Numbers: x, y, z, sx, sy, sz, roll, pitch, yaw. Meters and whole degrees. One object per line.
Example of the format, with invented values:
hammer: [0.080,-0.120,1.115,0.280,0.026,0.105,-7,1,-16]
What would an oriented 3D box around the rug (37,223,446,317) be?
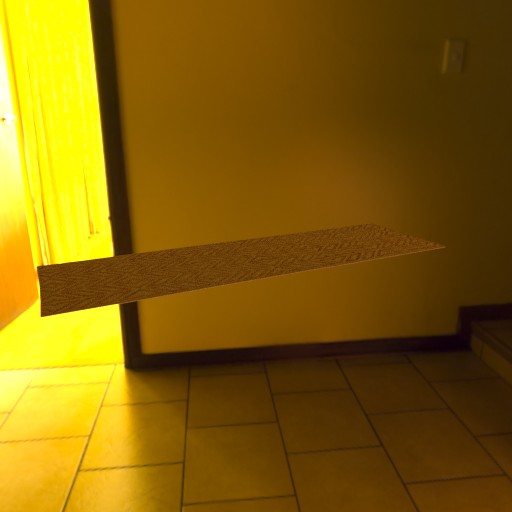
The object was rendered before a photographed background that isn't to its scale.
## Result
rug: [0.000,0.000,2.736,2.435,0.009,0.750,-8,19,-25]
